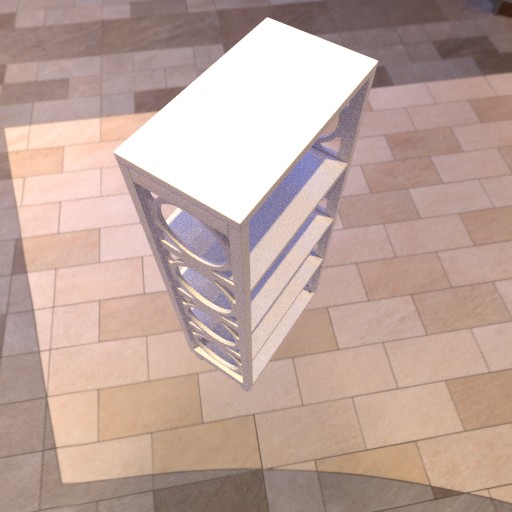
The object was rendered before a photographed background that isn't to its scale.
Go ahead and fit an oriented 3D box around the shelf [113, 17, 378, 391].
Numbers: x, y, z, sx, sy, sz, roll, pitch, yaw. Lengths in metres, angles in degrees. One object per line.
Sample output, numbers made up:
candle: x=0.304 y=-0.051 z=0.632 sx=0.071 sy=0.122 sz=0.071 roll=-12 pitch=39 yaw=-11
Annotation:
shelf: x=0.000 y=0.000 z=1.651 sx=0.340 sy=1.411 sz=0.611 roll=30 pitch=64 yaw=17
